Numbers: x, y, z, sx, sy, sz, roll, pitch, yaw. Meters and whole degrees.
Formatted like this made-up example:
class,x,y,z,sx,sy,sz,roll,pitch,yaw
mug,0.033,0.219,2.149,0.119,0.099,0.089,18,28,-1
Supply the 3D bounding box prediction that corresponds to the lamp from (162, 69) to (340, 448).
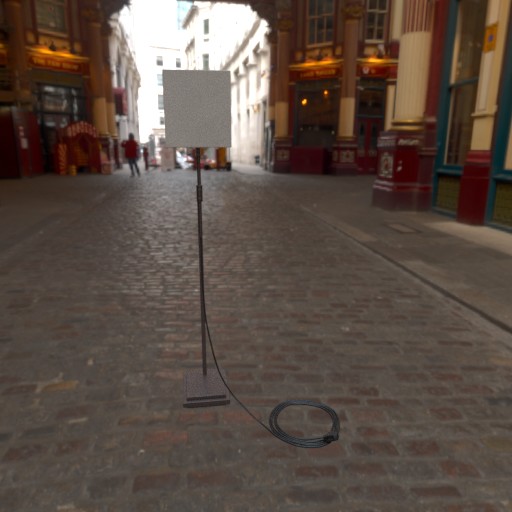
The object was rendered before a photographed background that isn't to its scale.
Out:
class,x,y,z,sx,sy,sz,roll,pitch,yaw
lamp,0.000,0.000,2.060,0.774,1.600,0.698,-2,15,-8
